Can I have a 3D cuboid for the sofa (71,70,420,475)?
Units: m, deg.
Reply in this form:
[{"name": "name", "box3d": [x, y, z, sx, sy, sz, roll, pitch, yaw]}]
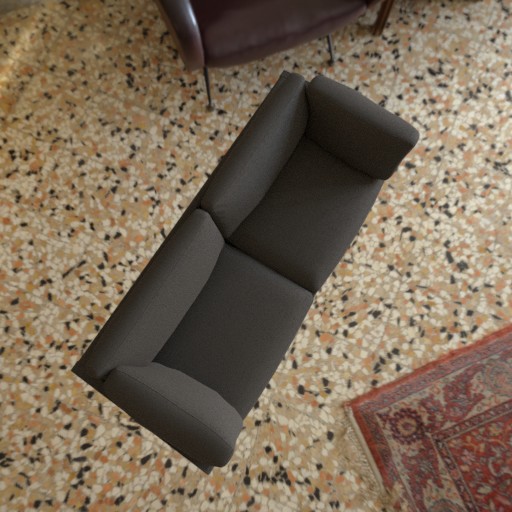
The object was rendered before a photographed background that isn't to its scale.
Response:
[{"name": "sofa", "box3d": [0.000, 0.000, 2.760, 0.969, 0.792, 2.312, 31, 77, 8]}]
